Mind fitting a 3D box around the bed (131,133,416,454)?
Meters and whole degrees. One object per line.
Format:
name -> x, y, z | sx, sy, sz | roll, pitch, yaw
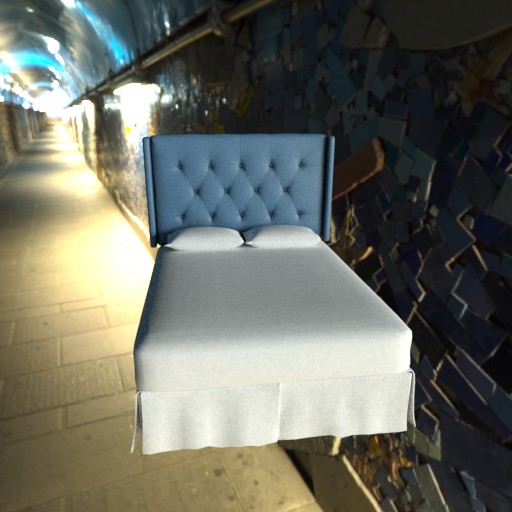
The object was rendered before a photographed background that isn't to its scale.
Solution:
bed -> 0.000, 0.000, 3.303 | 1.719, 1.665, 2.078 | -2, 18, -7
